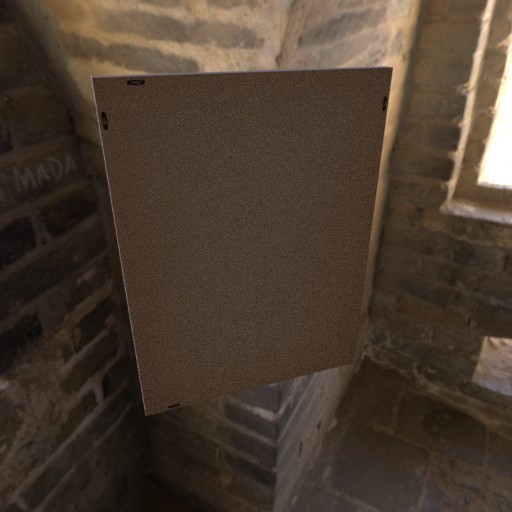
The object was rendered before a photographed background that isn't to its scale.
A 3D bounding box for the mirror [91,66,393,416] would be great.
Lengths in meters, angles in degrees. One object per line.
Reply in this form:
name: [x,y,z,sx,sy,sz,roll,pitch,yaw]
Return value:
mirror: [0.000,0.000,1.316,0.762,1.016,0.041,-9,29,-17]
